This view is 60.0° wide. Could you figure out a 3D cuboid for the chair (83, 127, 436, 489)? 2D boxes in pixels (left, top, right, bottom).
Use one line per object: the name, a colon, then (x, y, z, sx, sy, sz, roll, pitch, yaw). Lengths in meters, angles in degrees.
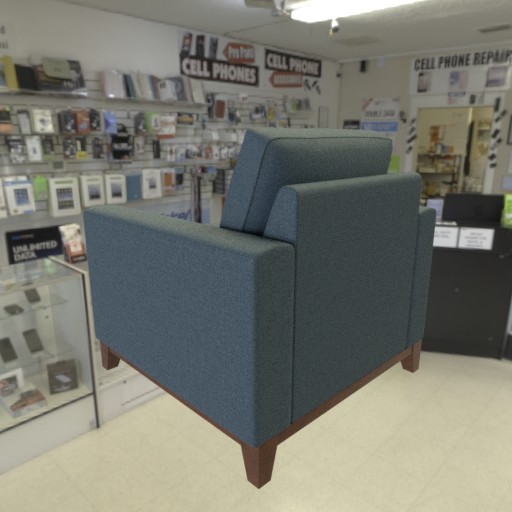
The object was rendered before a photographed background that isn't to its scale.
chair: (0.000, 0.000, 1.834, 1.024, 1.010, 1.038, -14, 21, -42)
